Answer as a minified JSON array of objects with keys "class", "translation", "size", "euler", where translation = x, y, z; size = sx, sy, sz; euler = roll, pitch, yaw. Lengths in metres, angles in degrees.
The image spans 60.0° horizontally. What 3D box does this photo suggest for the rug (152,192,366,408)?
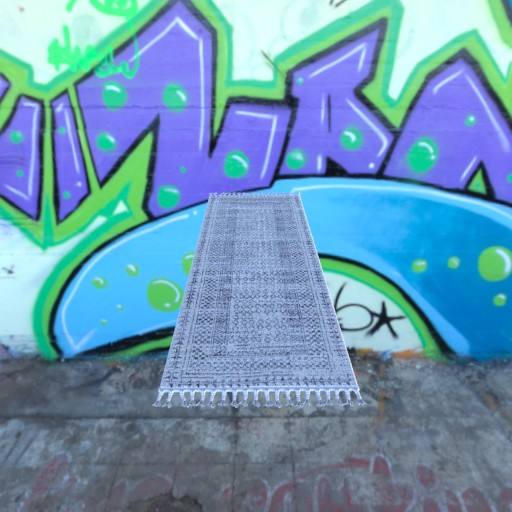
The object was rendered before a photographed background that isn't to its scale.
[{"class":"rug","translation":[0.000,0.000,2.715],"size":[0.786,0.013,2.480],"euler":[0,26,-1]}]
